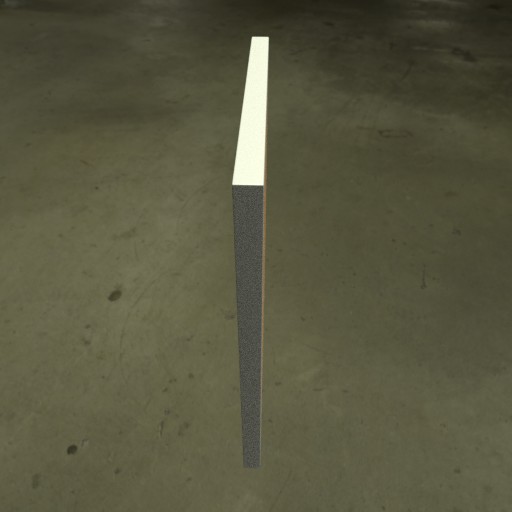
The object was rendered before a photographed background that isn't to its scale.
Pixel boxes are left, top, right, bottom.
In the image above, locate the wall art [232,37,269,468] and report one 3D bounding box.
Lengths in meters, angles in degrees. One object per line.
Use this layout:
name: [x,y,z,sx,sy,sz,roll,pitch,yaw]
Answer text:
wall art: [0.000,0.000,0.736,0.028,0.556,0.454,1,41,1]
